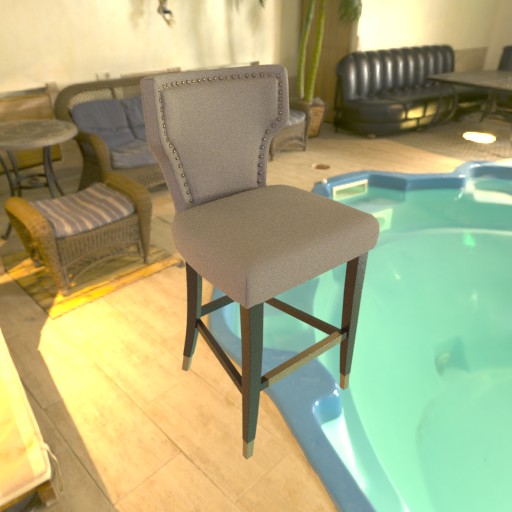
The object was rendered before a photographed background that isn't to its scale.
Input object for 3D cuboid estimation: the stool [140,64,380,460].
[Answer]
[{"bbox_3d":[0.000,0.000,1.436,0.526,1.092,0.563,-22,36,-33],"label":"stool"}]
